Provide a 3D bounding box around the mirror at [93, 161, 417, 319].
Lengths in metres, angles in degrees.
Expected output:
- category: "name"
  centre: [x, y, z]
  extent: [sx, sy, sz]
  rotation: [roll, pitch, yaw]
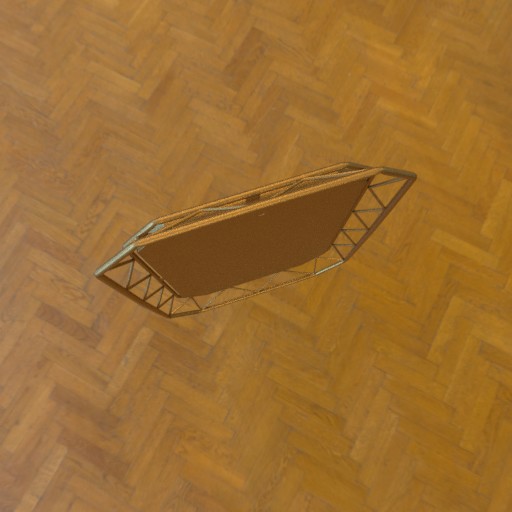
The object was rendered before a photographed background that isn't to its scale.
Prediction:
- category: "mirror"
  centre: [0.000, 0.000, 0.747]
  extent: [0.417, 0.566, 0.042]
  rotation: [-17, 76, -4]
